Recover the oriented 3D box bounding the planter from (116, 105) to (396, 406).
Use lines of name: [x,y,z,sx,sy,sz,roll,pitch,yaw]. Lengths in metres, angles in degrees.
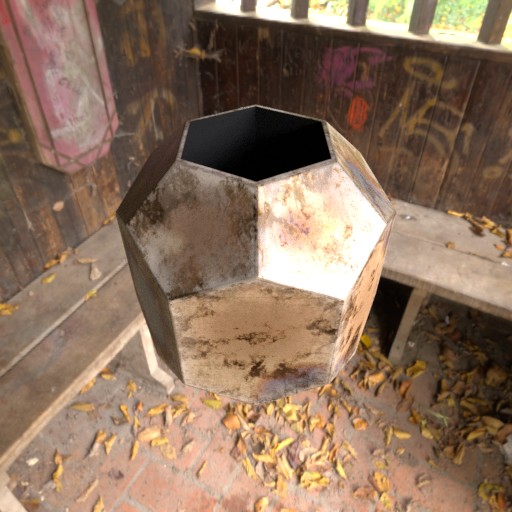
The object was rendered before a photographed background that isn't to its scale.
planter: [0.000,0.000,0.417,0.243,0.238,0.221,0,41,0]
